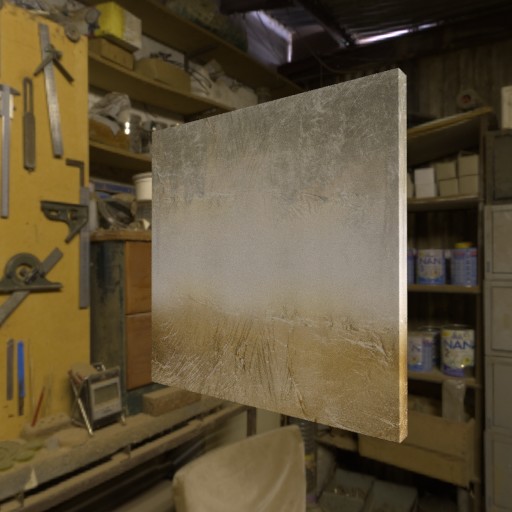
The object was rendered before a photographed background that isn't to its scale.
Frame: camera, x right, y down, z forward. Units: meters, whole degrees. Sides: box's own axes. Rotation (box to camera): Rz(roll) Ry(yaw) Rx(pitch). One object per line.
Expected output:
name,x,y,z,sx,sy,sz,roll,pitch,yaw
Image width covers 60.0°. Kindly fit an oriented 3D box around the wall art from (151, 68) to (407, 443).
wall art,0.000,0.000,0.918,0.610,0.610,0.038,0,-1,37
